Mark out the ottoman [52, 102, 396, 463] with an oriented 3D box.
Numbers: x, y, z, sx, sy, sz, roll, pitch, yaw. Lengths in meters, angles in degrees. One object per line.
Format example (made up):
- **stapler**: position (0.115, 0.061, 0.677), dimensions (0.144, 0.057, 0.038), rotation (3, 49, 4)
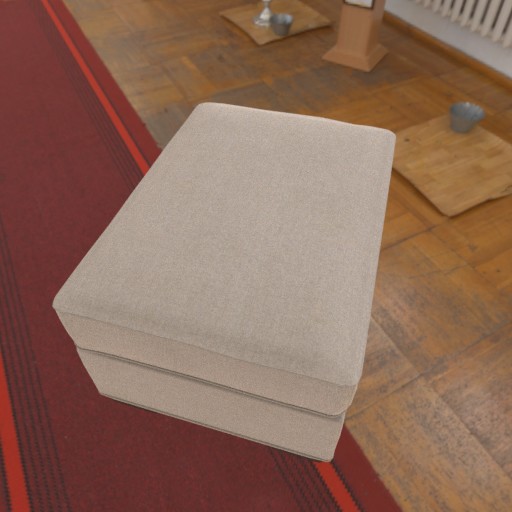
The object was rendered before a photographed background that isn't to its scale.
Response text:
- **ottoman**: position (0.000, 0.000, 1.224), dimensions (0.617, 0.503, 0.846), rotation (12, 49, 11)
